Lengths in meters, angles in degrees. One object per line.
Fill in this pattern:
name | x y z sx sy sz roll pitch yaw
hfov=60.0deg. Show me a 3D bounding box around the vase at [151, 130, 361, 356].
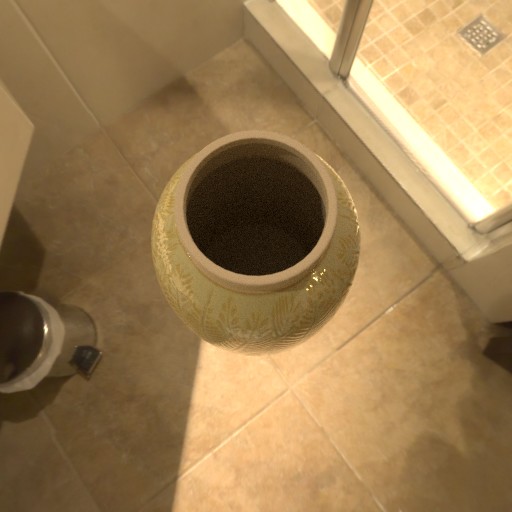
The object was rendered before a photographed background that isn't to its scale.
vase | 0.000 0.000 0.390 0.172 0.270 0.172 0 77 0
